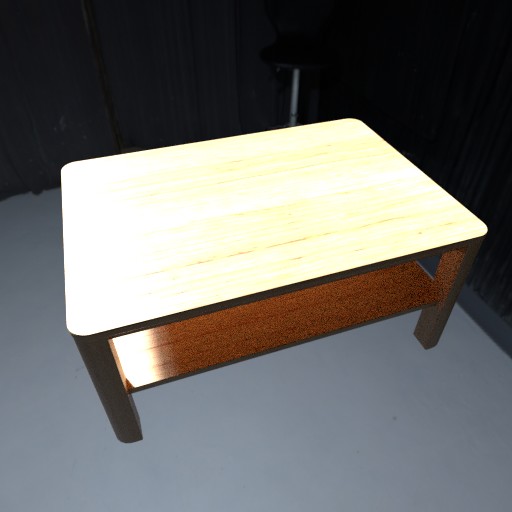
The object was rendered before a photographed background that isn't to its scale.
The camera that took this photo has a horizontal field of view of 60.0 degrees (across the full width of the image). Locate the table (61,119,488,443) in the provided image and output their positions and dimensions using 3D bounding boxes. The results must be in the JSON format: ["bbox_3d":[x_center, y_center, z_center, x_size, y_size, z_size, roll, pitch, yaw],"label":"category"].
[{"bbox_3d":[0.000,0.000,1.353,0.997,0.445,0.696,-13,43,-14],"label":"table"}]
